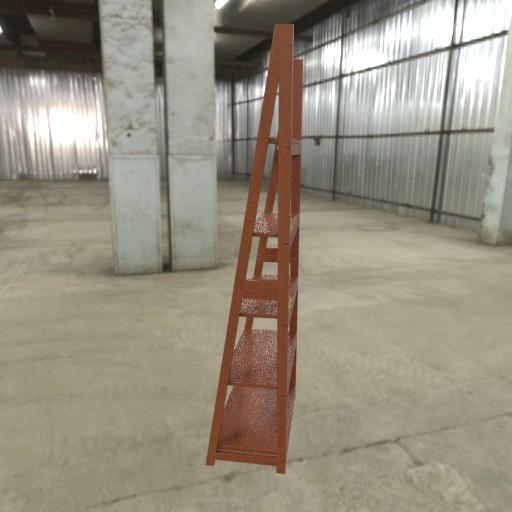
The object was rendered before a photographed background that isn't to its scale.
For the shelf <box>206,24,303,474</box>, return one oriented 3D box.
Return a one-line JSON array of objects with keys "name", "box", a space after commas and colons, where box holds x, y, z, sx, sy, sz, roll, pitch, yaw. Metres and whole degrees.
[{"name": "shelf", "box": [0.000, 0.000, 2.038, 0.356, 1.780, 0.630, 2, 14, 9]}]
